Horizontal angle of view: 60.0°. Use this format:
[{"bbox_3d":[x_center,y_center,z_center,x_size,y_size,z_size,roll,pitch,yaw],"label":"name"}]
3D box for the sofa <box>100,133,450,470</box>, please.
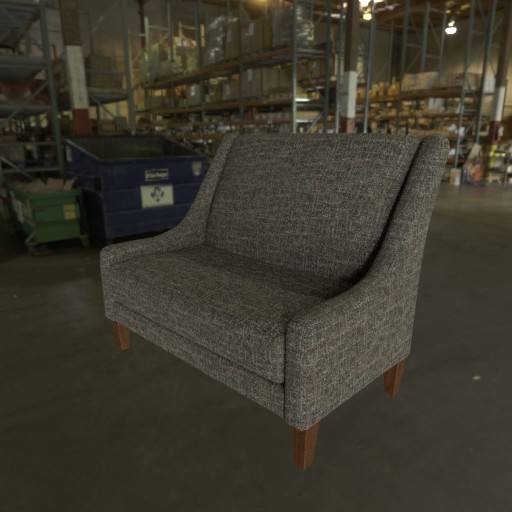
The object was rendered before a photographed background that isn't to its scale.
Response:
[{"bbox_3d":[0.000,0.000,1.907,1.242,1.021,0.870,15,21,43],"label":"sofa"}]
